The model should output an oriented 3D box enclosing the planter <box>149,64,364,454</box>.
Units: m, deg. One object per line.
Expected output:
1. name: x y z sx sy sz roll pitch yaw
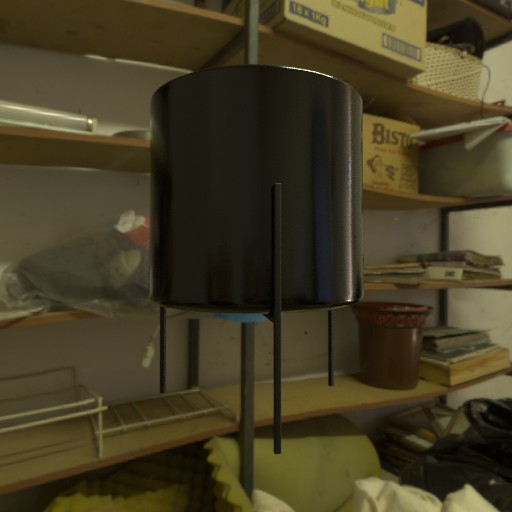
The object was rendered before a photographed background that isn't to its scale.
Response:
1. planter: 0.000 0.000 0.647 0.310 0.432 0.310 0 -1 37
